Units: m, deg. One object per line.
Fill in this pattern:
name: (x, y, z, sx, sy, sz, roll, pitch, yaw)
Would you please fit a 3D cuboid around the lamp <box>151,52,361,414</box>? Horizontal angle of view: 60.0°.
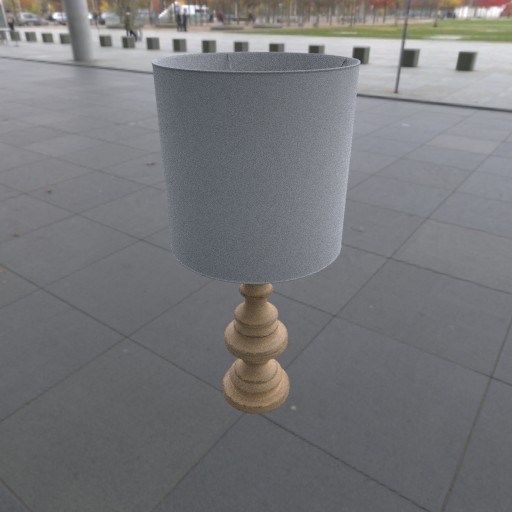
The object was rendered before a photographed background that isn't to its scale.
lamp: (0.000, 0.000, 0.560, 0.208, 0.455, 0.208, -21, 35, -33)
